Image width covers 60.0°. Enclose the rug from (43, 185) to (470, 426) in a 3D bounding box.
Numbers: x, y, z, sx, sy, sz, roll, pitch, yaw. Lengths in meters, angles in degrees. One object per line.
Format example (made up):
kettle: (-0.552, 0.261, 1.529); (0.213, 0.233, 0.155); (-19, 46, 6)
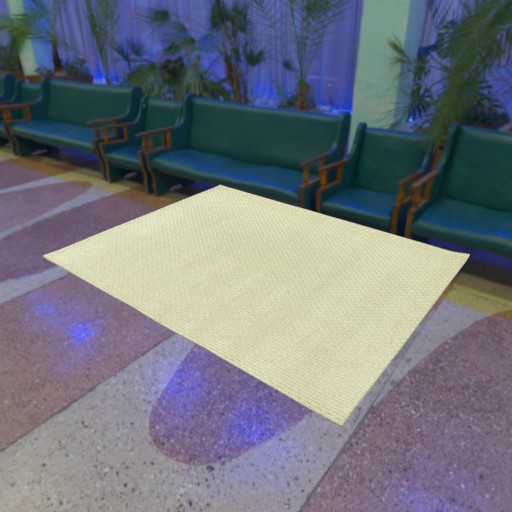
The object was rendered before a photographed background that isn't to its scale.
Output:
rug: (0.000, 0.000, 3.811); (2.897, 0.035, 2.277); (21, 35, 33)
